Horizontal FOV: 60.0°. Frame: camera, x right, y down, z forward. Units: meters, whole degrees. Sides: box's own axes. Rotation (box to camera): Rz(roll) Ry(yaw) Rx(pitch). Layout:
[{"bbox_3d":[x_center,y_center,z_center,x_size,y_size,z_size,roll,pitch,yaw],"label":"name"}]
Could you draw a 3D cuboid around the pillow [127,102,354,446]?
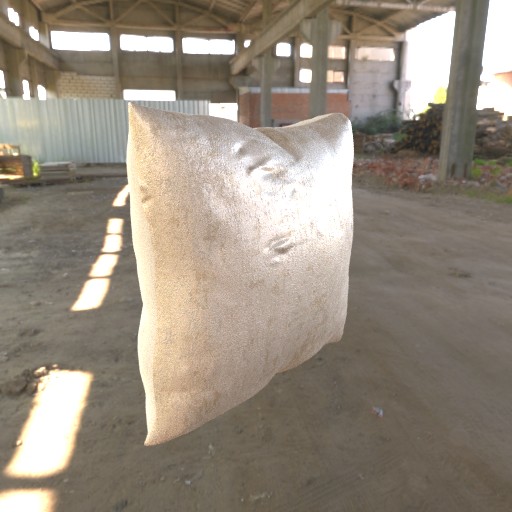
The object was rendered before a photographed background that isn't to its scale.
[{"bbox_3d":[0.000,0.000,0.707,0.245,0.448,0.450,14,21,43],"label":"pillow"}]
